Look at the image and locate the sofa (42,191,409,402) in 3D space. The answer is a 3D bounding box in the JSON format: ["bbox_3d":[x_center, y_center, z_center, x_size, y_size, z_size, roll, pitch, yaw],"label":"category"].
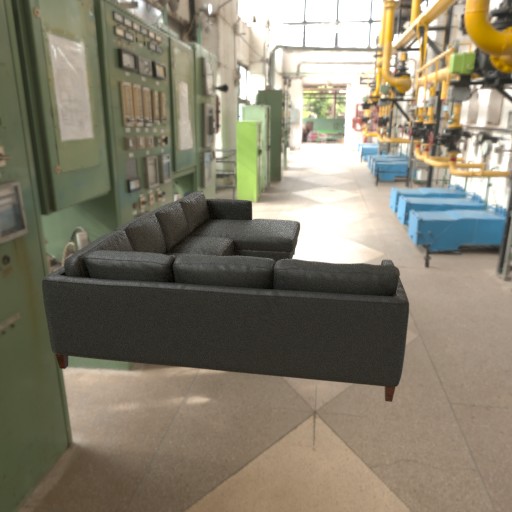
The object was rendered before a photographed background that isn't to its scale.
[{"bbox_3d":[0.000,0.000,4.656,2.593,0.923,3.460,3,17,9],"label":"sofa"}]
